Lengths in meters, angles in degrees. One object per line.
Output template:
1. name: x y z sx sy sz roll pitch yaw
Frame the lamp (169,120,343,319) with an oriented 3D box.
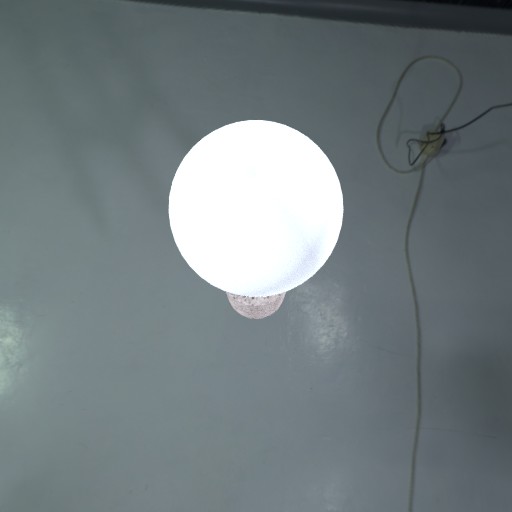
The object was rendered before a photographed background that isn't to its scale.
1. lamp: 0.000 0.000 0.554 0.153 0.480 0.153 0 75 0
